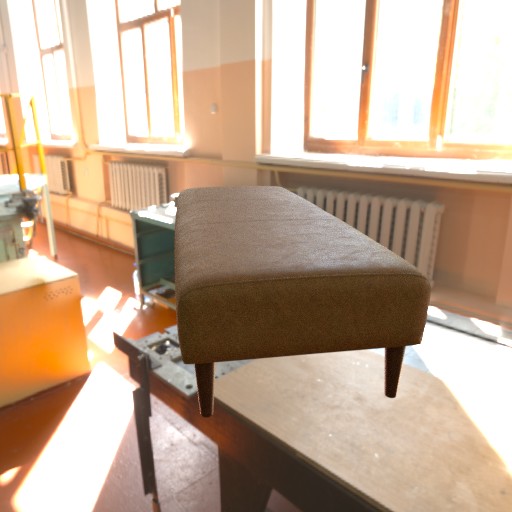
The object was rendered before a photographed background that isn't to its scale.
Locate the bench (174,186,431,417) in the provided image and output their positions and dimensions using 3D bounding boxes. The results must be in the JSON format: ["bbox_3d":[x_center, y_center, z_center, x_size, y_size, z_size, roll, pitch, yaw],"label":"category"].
[{"bbox_3d":[0.000,0.000,1.835,0.653,0.399,1.610,-3,17,-9],"label":"bench"}]
